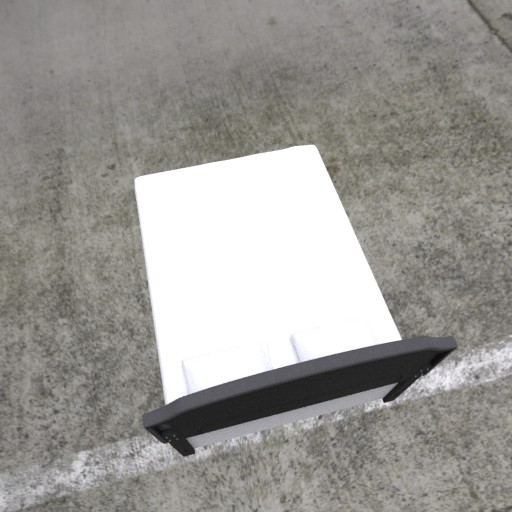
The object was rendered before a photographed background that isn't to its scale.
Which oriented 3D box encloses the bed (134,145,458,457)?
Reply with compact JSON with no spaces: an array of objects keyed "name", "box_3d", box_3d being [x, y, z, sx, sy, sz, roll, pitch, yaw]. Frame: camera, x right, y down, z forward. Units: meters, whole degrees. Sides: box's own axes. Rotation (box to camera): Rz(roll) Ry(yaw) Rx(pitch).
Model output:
[{"name":"bed","box_3d":[0.000,0.000,2.922,1.558,1.270,1.999,-12,60,-7]}]
